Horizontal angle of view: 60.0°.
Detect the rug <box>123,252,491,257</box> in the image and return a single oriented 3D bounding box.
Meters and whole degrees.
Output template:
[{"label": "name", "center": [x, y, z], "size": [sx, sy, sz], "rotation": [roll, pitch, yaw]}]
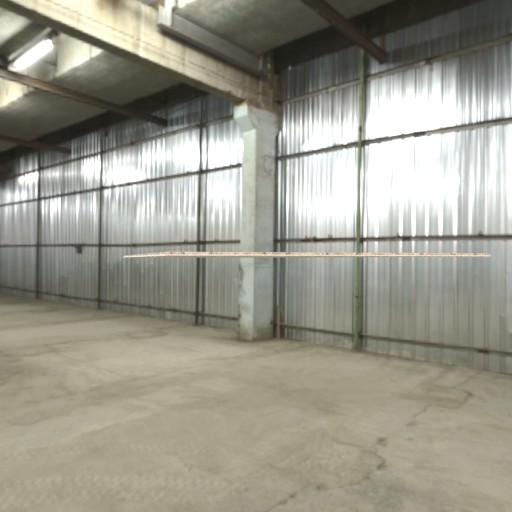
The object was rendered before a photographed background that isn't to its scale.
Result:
[{"label": "rug", "center": [0.000, 0.000, 2.895], "size": [1.521, 0.015, 2.280], "rotation": [0, 0, -20]}]
